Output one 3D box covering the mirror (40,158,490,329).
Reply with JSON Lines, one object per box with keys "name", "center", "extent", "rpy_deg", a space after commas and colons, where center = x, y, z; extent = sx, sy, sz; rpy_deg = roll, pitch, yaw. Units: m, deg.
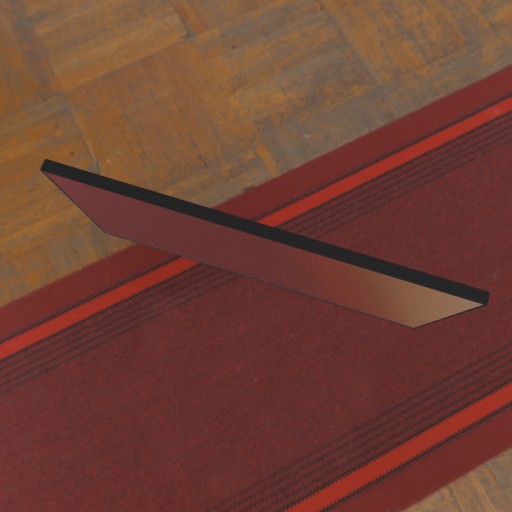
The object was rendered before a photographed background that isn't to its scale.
{"name": "mirror", "center": [0.000, 0.000, 1.833], "extent": [1.584, 0.692, 0.047], "rpy_deg": [17, 75, 5]}
